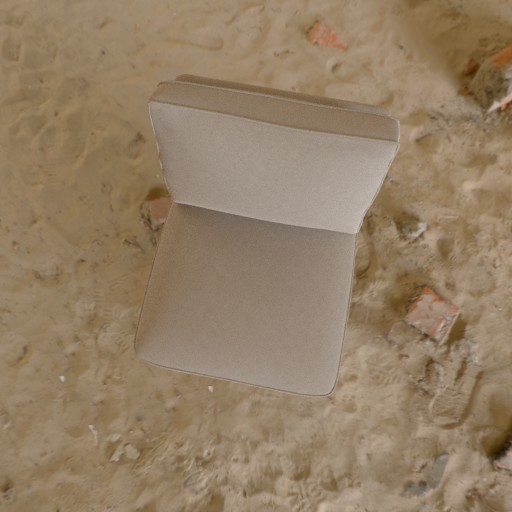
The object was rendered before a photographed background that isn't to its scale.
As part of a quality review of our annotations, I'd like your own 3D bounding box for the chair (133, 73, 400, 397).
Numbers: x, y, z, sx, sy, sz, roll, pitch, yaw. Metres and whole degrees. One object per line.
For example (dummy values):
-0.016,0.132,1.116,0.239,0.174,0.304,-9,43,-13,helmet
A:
0.000,0.000,1.638,0.724,1.052,0.912,11,75,3,chair
